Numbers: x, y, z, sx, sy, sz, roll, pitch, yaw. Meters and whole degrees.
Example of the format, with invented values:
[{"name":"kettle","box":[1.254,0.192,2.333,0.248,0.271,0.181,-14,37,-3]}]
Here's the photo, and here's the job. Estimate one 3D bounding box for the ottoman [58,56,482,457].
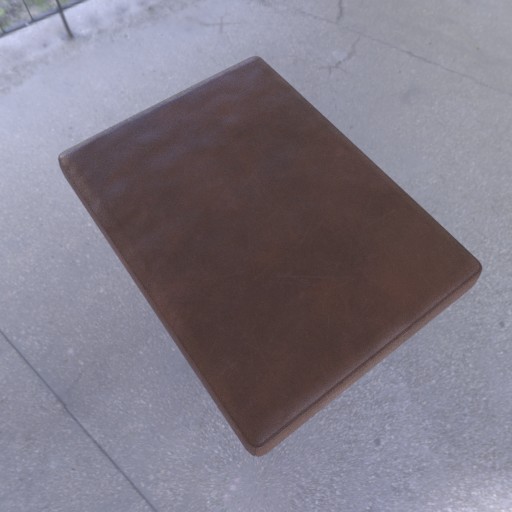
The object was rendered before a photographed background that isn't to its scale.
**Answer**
[{"name":"ottoman","box":[0.000,0.000,1.152,0.588,0.509,0.795,-33,68,-16]}]
